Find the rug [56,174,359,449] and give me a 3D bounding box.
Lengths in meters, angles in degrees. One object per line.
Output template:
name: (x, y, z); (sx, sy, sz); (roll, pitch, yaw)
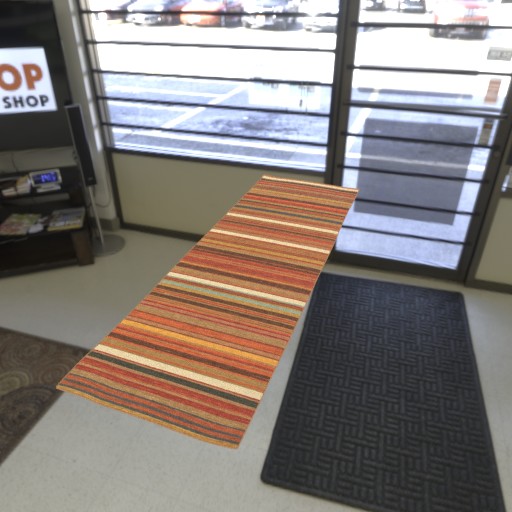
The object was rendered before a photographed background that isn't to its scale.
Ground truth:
rug: (0.000, 0.000, 2.617); (0.799, 0.030, 2.444); (11, 34, 18)
